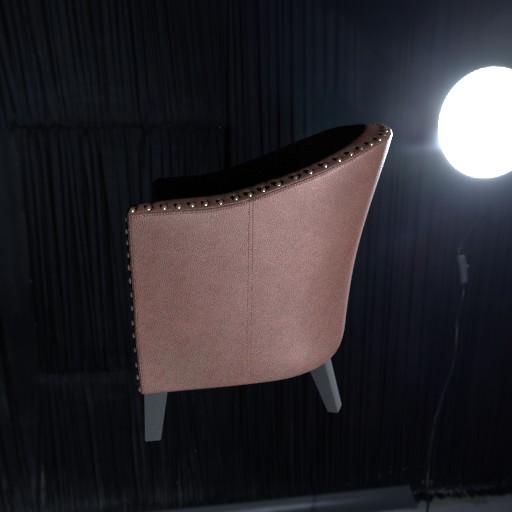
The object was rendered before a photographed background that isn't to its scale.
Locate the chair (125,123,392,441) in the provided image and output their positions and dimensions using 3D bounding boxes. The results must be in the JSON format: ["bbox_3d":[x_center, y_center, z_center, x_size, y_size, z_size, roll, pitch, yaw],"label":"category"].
[{"bbox_3d":[0.000,0.000,1.436,0.748,0.823,0.794,-2,15,-8],"label":"chair"}]
